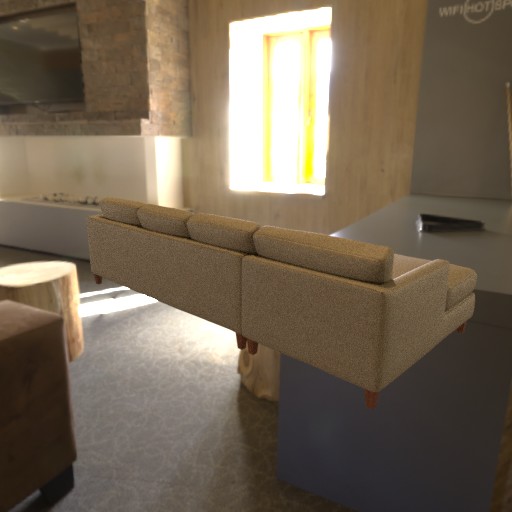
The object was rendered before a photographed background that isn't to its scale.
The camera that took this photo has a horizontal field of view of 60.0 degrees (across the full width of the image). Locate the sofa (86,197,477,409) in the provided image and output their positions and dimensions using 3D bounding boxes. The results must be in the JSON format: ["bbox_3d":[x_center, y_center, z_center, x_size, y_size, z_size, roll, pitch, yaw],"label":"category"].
[{"bbox_3d":[0.000,0.000,3.799,3.201,0.876,1.502,14,20,42],"label":"sofa"}]
